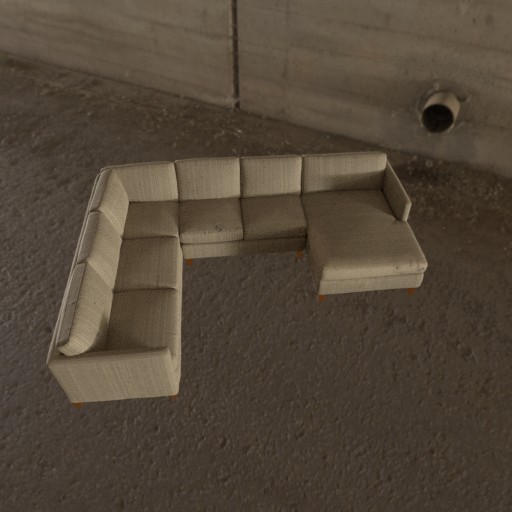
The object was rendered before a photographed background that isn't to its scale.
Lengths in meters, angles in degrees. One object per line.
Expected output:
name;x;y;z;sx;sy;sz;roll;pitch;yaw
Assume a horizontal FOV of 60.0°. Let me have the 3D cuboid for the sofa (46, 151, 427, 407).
sofa;0.000;0.000;4.519;3.460;0.961;2.594;-4;45;-4
